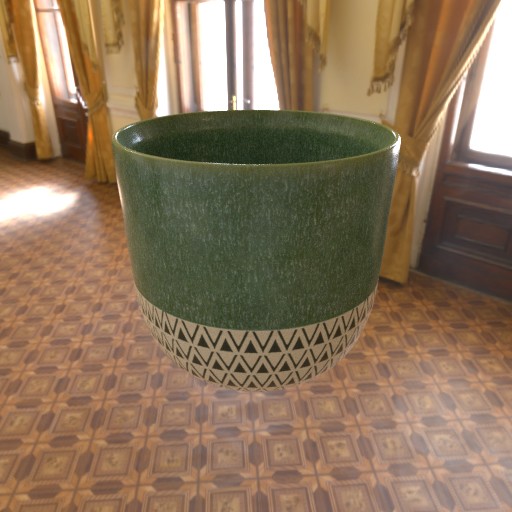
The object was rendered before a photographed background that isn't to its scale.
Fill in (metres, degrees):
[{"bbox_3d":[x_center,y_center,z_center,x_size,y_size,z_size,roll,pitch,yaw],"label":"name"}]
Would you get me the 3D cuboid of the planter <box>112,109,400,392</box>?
[{"bbox_3d":[0.000,0.000,0.483,0.266,0.270,0.266,0,26,0],"label":"planter"}]
